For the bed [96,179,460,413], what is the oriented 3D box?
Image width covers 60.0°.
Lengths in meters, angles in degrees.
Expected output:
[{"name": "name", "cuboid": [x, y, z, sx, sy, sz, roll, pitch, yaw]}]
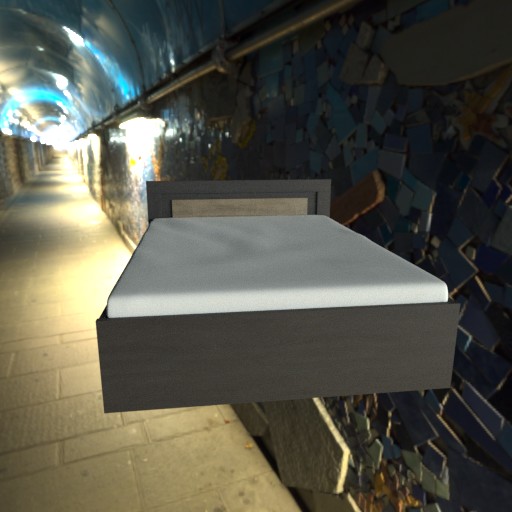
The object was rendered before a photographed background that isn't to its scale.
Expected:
[{"name": "bed", "cuboid": [0.000, 0.000, 2.896, 1.585, 0.823, 2.073, -2, 14, -7]}]
